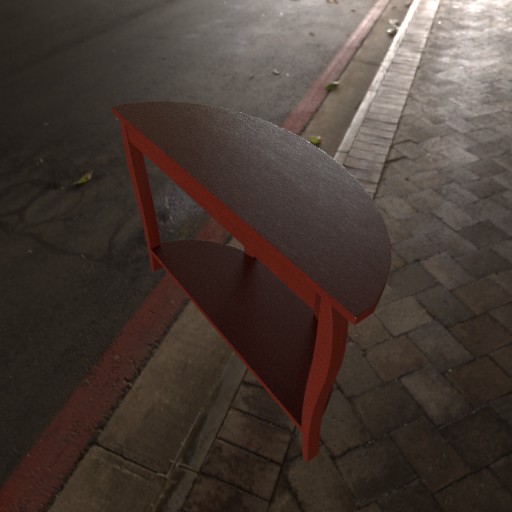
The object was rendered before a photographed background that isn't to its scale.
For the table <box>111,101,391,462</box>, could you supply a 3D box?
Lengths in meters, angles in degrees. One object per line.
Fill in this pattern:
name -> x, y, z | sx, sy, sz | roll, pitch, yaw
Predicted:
table -> 0.000, 0.000, 1.591 | 0.405, 0.779, 1.219 | -26, 48, -26
